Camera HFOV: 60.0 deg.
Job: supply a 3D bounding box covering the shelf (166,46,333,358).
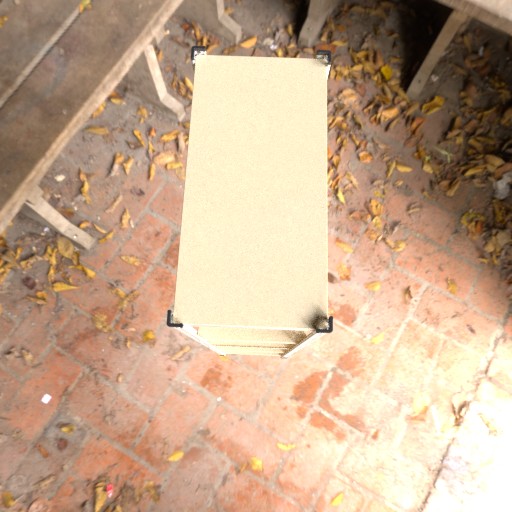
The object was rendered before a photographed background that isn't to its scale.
[{"bbox_3d":[0.000,0.000,2.210,0.457,1.829,0.914,2,75,1],"label":"shelf"}]
